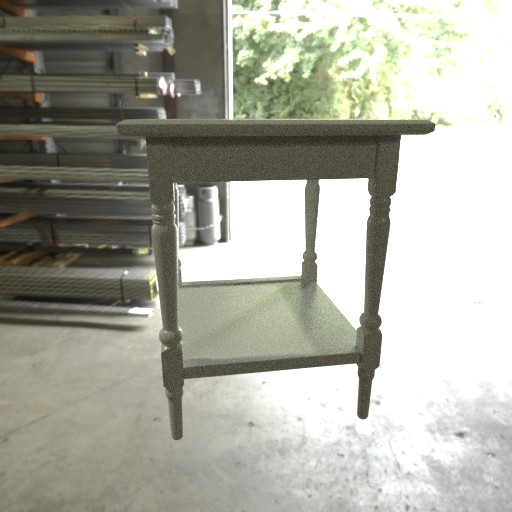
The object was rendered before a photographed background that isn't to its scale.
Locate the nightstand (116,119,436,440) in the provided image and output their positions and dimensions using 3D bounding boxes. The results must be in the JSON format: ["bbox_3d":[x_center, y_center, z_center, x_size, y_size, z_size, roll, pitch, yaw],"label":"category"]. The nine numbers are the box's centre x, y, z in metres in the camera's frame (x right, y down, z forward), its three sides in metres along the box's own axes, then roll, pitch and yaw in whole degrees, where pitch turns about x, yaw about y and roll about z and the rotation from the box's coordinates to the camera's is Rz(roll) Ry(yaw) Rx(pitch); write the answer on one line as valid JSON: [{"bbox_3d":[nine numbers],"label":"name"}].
[{"bbox_3d":[0.000,0.000,0.941,0.459,0.555,0.505,-3,17,-9],"label":"nightstand"}]
